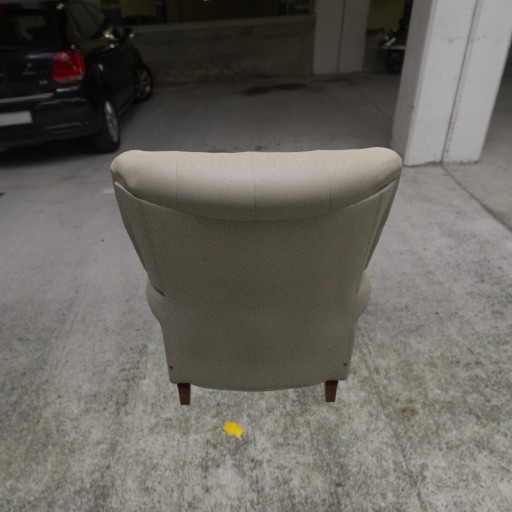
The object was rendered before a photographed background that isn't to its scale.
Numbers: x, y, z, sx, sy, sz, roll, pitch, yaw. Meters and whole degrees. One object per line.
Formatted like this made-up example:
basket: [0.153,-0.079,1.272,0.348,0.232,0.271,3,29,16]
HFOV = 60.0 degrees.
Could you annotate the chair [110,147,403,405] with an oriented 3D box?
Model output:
chair: [0.000,0.000,1.917,0.943,1.158,1.059,-1,31,-1]
